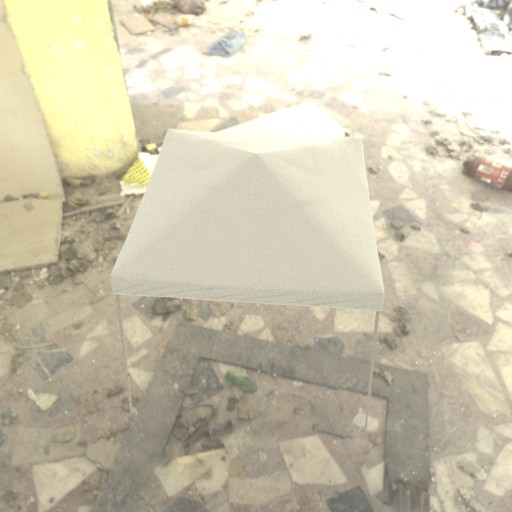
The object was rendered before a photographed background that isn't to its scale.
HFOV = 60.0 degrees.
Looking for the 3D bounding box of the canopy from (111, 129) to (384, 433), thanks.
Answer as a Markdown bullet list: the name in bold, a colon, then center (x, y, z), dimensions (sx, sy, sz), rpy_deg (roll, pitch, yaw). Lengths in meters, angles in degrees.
- **canopy**: center (0.000, 0.000, 6.601), dimensions (3.600, 3.600, 3.599), rpy_deg (3, 48, 3)
